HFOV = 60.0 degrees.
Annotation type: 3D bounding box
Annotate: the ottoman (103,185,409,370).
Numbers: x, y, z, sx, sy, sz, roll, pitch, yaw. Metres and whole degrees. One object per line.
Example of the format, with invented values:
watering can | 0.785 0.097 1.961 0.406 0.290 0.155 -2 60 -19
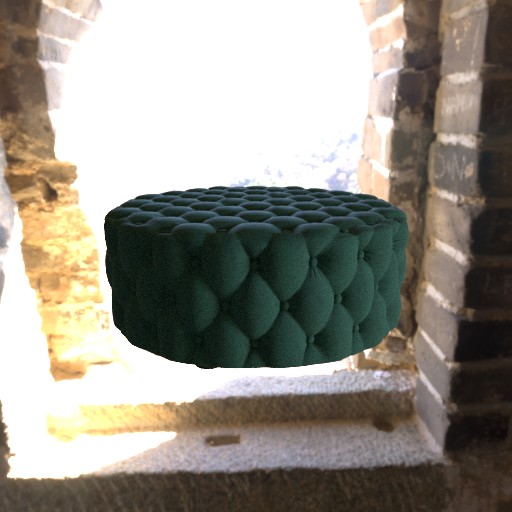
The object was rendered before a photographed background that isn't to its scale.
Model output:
ottoman | 0.000 0.000 1.539 0.998 0.399 0.998 0 16 0
